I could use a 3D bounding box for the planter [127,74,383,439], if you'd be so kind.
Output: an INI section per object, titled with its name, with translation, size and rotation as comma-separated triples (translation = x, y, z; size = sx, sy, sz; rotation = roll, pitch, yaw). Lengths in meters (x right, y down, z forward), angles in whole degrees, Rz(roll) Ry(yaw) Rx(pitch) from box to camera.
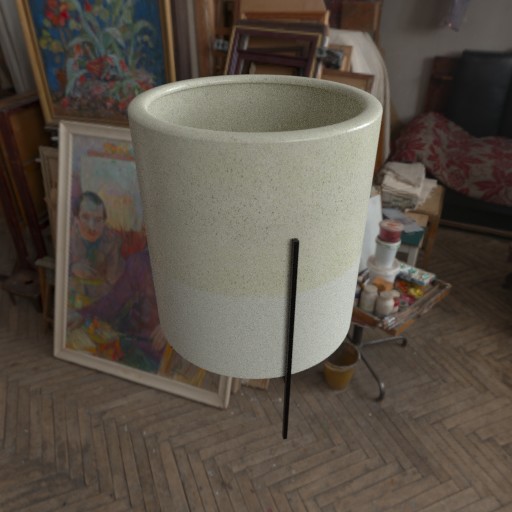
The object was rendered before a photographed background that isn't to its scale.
[planter]
translation = 0.000, 0.000, 0.703
size = 0.324, 0.483, 0.333
rotation = -9, 34, -14
